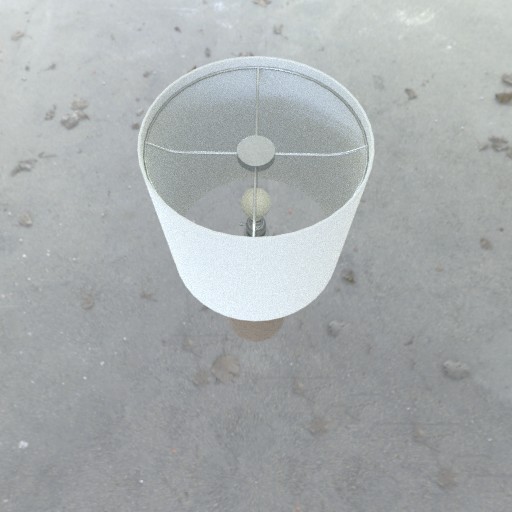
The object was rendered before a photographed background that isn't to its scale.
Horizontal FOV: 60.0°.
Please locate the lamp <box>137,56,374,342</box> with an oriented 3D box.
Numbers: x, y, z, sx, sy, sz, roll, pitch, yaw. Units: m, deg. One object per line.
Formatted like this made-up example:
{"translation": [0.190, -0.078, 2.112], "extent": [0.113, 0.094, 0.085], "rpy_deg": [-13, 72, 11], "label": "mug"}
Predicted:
{"translation": [0.000, 0.000, 0.593], "extent": [0.207, 0.461, 0.207], "rpy_deg": [1, 63, 1], "label": "lamp"}
